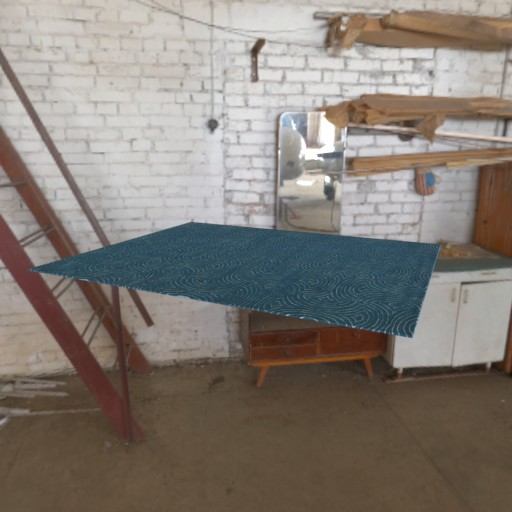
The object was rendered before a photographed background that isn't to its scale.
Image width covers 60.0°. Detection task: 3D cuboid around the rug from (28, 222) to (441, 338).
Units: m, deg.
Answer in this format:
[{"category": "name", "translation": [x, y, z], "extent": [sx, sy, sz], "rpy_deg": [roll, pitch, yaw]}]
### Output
[{"category": "rug", "translation": [0.000, 0.000, 4.099], "extent": [3.033, 0.012, 2.432], "rpy_deg": [7, 16, 24]}]
